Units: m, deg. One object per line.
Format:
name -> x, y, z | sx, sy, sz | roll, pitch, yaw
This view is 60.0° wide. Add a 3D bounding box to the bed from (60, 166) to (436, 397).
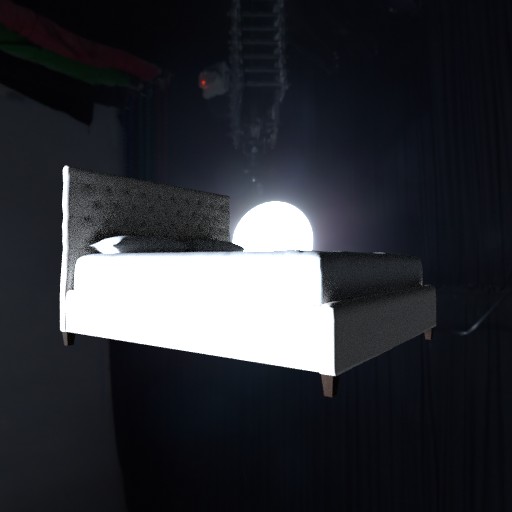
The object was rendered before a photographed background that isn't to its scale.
bed -> 0.000, 0.000, 3.684 | 2.387, 1.427, 2.078 | 0, -1, 35
